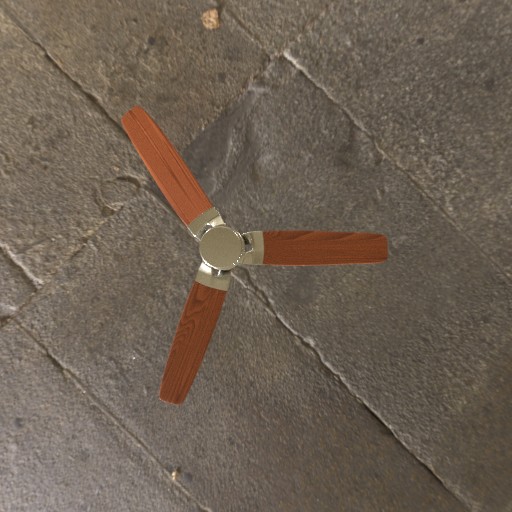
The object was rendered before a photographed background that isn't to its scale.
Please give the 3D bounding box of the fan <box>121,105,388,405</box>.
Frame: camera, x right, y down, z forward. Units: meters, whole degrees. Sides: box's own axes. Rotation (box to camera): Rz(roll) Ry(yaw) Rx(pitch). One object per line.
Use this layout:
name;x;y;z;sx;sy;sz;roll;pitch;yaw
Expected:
fan;0.000;0.000;2.028;1.271;0.410;1.416;0;90;-2
